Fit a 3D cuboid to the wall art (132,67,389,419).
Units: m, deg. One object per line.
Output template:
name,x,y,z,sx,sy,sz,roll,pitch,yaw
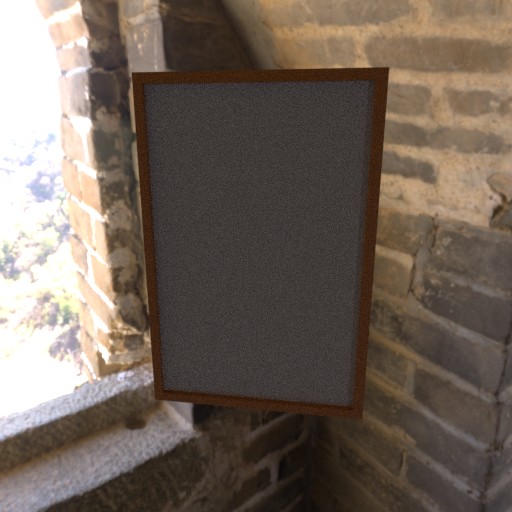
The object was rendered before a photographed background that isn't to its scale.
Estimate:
wall art,0.000,0.000,0.782,0.405,0.608,0.025,2,16,9
